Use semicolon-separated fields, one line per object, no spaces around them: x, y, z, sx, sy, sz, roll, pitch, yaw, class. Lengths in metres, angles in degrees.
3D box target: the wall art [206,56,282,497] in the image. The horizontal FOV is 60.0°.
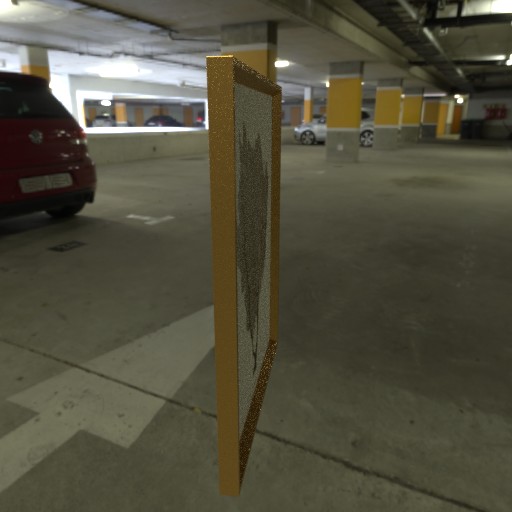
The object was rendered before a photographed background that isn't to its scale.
0.000;0.000;1.012;0.038;0.762;0.610;3;17;9;wall art
